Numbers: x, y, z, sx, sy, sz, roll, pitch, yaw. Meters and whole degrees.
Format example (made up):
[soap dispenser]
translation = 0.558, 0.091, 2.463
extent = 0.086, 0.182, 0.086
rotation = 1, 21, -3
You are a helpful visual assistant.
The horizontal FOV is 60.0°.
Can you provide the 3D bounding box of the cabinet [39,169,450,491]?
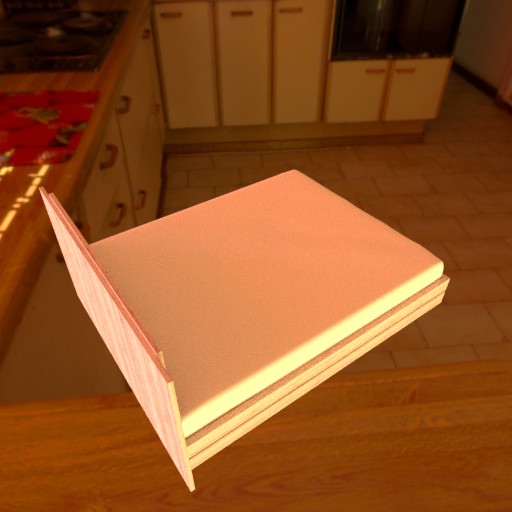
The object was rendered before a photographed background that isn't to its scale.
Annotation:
[cabinet]
translation = 0.000, 0.000, 2.987
extent = 2.080, 0.970, 1.750
rotation = -25, 46, -27
